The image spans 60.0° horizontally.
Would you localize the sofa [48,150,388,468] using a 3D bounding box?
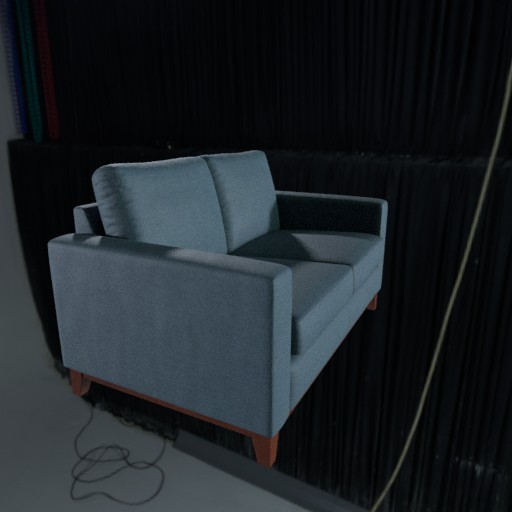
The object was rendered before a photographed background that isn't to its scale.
[{"bbox_3d":[0.000,0.000,2.072,0.955,0.903,1.489,8,18,26],"label":"sofa"}]
